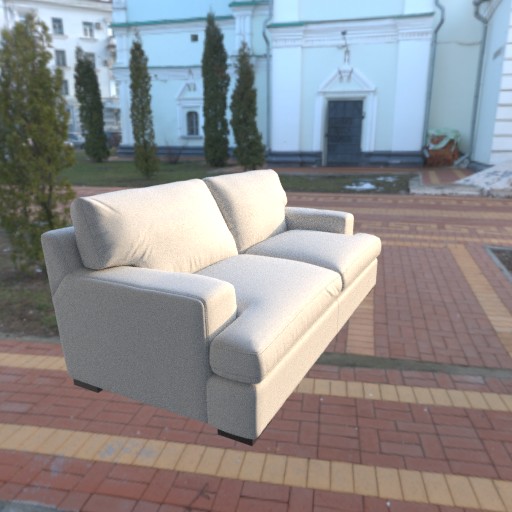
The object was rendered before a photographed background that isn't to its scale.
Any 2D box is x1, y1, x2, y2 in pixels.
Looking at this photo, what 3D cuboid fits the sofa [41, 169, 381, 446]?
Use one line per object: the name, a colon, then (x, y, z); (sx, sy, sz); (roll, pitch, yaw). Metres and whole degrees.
sofa: (0.000, 0.000, 2.790); (1.143, 0.940, 2.261); (8, 17, 26)
